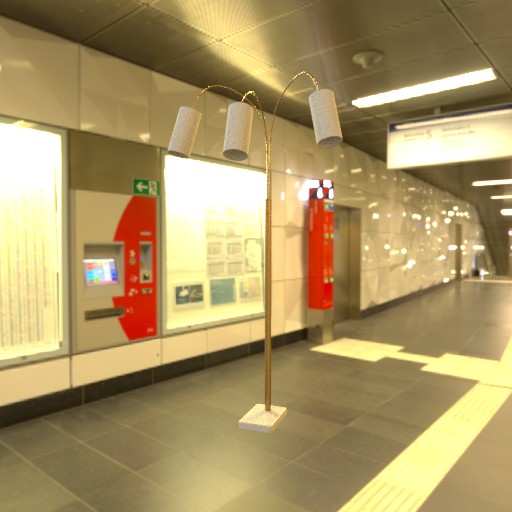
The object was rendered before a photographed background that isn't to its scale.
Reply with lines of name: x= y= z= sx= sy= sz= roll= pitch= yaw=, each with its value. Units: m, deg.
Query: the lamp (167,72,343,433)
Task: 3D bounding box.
lamp: x=0.000 y=0.000 z=2.552 sx=1.020 sy=2.055 sz=0.667 roll=1 pitch=2 yaw=21
